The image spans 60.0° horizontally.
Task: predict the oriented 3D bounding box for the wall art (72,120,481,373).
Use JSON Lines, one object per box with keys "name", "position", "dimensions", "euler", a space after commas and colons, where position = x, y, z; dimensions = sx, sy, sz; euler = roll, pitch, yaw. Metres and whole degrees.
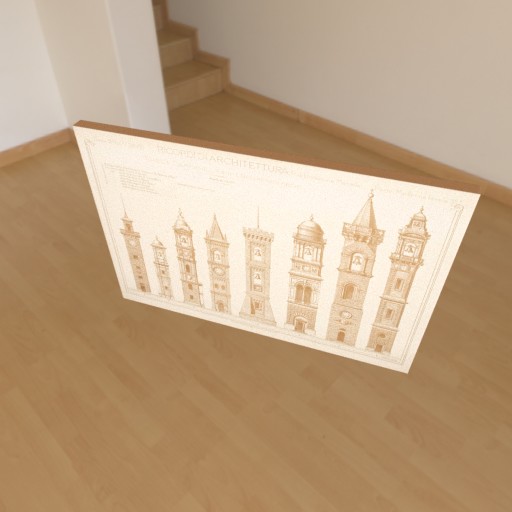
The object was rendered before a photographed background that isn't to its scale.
{"name": "wall art", "position": [0.000, 0.000, 1.169], "dimensions": [0.915, 0.608, 0.033], "euler": [13, 44, 14]}
